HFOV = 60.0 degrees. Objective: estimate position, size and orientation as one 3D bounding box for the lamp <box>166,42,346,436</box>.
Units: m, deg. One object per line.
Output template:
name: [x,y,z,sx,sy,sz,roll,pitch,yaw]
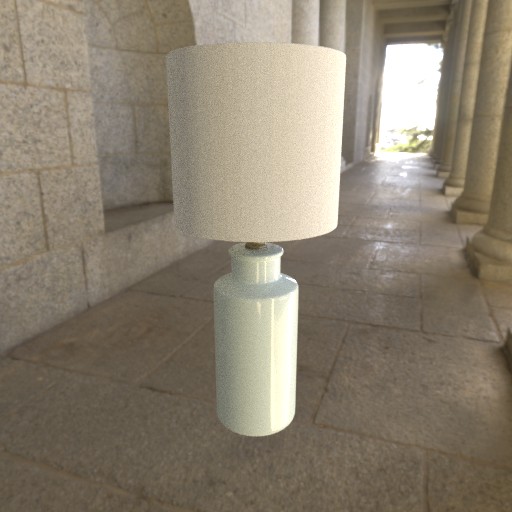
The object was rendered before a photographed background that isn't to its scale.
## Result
lamp: [0.000,0.000,0.599,0.212,0.493,0.212,-3,16,-9]
